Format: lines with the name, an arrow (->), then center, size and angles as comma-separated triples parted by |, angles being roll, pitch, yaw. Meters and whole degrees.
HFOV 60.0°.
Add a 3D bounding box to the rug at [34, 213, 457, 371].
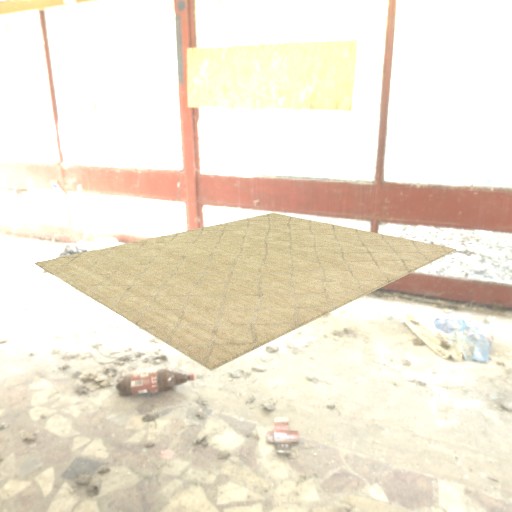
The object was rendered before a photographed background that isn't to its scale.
rug -> 0.000, 0.000, 4.059 | 3.038, 0.019, 2.420 | -16, 24, -42
